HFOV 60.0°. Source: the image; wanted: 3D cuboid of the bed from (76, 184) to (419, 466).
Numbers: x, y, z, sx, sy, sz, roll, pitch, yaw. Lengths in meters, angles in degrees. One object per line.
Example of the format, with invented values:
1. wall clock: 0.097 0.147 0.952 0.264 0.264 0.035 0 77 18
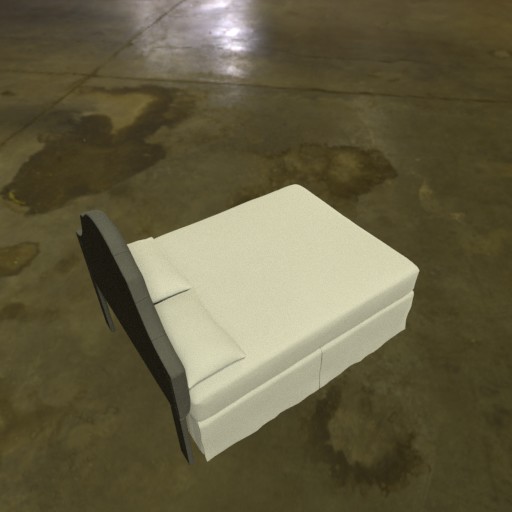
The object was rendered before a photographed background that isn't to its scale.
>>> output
1. bed: 0.000 0.000 3.389 2.155 1.575 1.636 -25 47 -26
